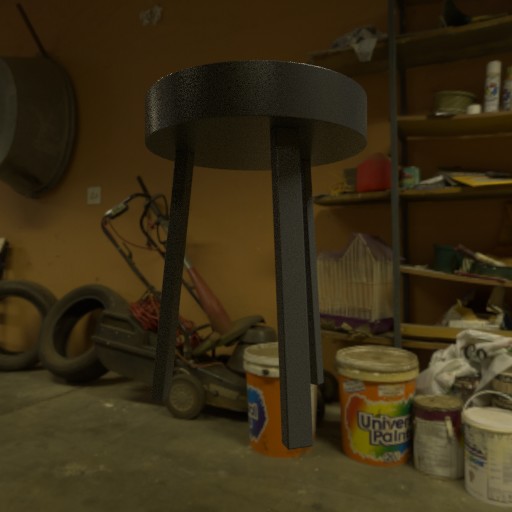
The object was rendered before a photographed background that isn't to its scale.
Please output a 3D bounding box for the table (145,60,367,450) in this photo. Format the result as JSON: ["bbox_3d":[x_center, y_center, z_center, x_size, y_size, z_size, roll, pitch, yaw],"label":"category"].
[{"bbox_3d":[0.000,0.000,0.836,0.406,0.559,0.406,0,0,0],"label":"table"}]
